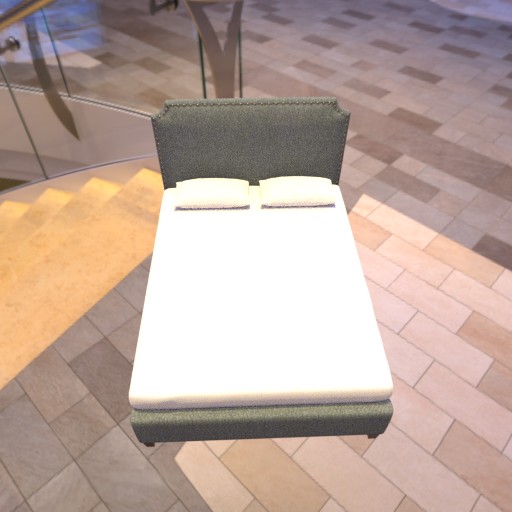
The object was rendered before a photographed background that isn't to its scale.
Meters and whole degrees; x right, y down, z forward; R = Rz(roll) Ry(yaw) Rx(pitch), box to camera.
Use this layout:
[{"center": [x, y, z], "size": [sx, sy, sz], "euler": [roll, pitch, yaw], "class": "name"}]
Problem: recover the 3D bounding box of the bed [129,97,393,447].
[{"center": [0.000, 0.000, 3.430], "size": [1.712, 1.443, 2.372], "euler": [-2, 46, -1], "class": "bed"}]
